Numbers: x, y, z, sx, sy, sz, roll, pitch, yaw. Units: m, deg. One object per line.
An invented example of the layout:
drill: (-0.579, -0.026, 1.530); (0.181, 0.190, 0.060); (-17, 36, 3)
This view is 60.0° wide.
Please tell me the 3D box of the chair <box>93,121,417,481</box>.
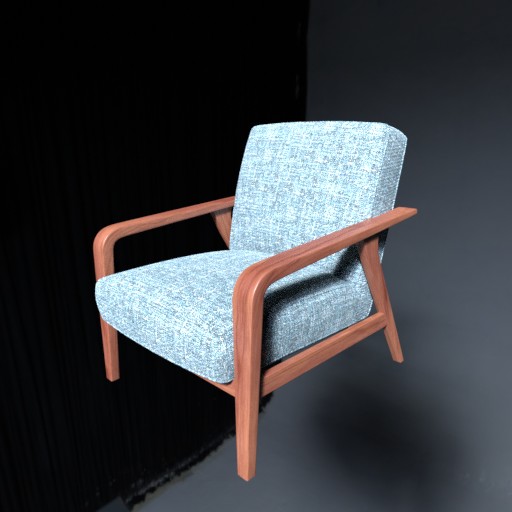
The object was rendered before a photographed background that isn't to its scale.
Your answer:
chair: (0.000, 0.000, 1.469); (0.719, 0.864, 0.889); (14, 21, 42)
